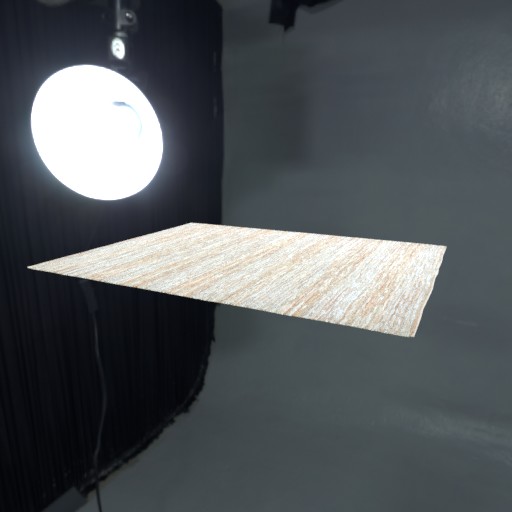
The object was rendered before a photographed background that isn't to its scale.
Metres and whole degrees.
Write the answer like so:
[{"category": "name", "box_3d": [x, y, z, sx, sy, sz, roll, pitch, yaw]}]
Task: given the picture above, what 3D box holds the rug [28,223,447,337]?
[{"category": "rug", "box_3d": [0.000, 0.000, 3.864, 2.939, 0.009, 2.313, 7, 16, 26]}]
